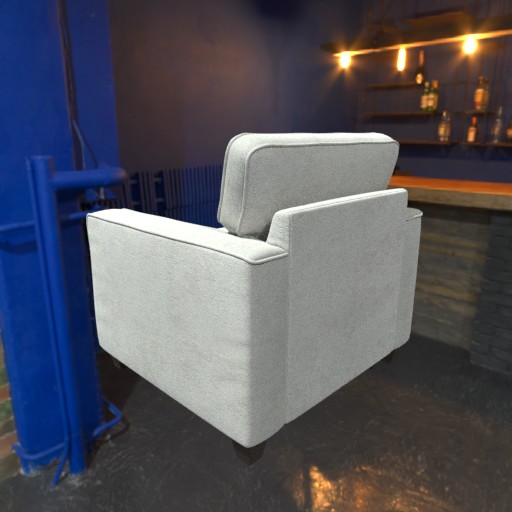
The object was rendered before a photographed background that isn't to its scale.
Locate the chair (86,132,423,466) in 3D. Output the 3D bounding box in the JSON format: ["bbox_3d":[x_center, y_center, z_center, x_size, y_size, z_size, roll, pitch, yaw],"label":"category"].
[{"bbox_3d":[0.000,0.000,1.799,0.939,0.965,1.015,15,22,43],"label":"chair"}]
